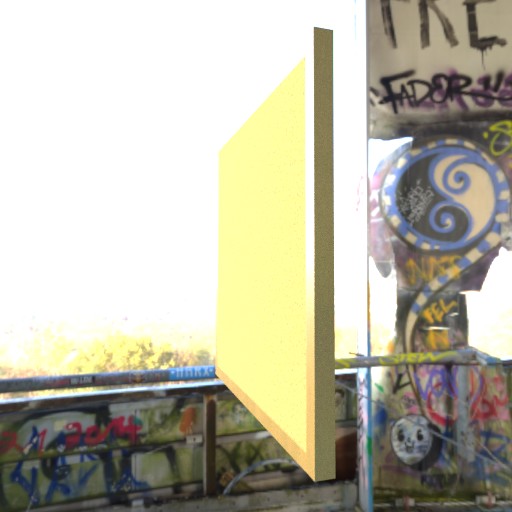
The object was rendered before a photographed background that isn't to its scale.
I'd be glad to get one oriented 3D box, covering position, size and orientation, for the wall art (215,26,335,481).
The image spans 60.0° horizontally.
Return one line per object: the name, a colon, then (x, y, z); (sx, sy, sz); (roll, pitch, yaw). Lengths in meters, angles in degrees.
wall art: (0.000, 0.000, 2.819); (0.097, 1.936, 1.935); (0, -1, -18)
